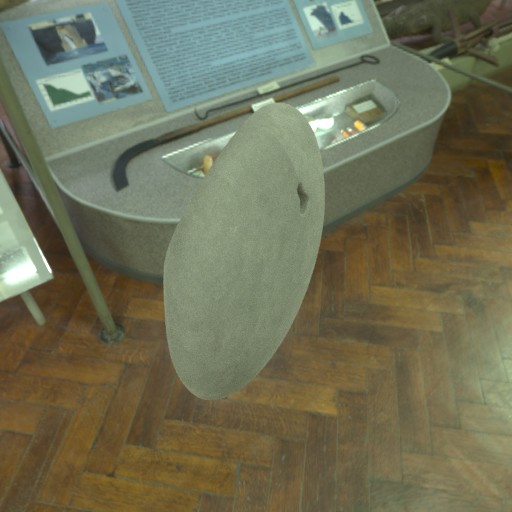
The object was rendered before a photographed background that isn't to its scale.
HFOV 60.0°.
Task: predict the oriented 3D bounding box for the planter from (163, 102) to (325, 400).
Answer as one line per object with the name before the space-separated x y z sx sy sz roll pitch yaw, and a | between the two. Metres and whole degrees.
planter | 0.000 0.000 0.287 0.071 0.188 0.185 17 48 16
